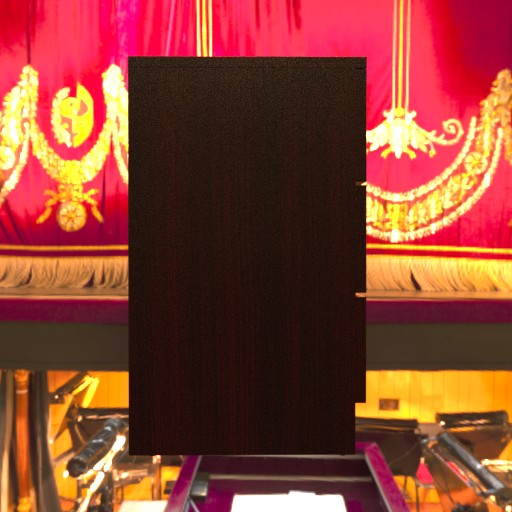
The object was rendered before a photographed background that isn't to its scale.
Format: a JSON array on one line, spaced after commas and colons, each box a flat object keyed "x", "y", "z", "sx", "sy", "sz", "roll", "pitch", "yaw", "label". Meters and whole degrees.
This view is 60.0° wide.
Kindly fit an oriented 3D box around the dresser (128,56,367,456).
[{"x": 0.000, "y": 0.000, "z": 0.820, "sx": 0.360, "sy": 0.560, "sz": 0.400, "roll": 0, "pitch": 0, "yaw": 0, "label": "dresser"}]
